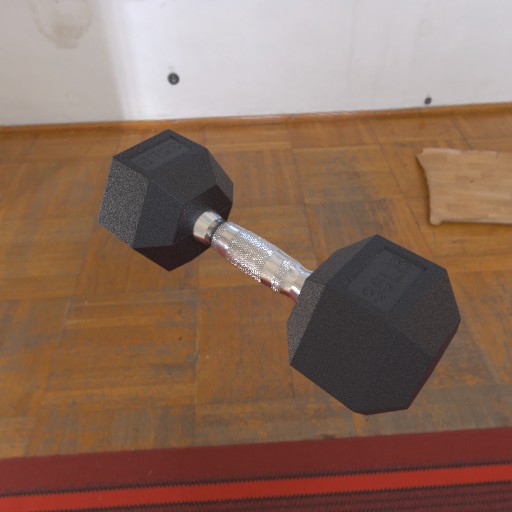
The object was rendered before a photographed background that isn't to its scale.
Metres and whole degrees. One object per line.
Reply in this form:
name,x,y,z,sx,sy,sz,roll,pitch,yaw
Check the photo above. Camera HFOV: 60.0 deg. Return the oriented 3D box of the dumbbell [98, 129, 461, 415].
dumbbell,0.000,0.000,0.418,0.356,0.123,0.141,32,53,28
